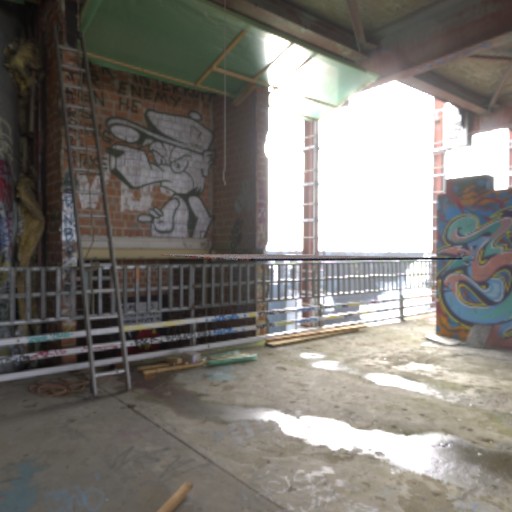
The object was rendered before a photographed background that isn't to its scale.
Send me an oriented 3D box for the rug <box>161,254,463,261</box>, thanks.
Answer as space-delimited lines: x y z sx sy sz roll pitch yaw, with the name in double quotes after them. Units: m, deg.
0.000 0.000 2.627 0.832 0.008 2.362 0 1 -19 "rug"
